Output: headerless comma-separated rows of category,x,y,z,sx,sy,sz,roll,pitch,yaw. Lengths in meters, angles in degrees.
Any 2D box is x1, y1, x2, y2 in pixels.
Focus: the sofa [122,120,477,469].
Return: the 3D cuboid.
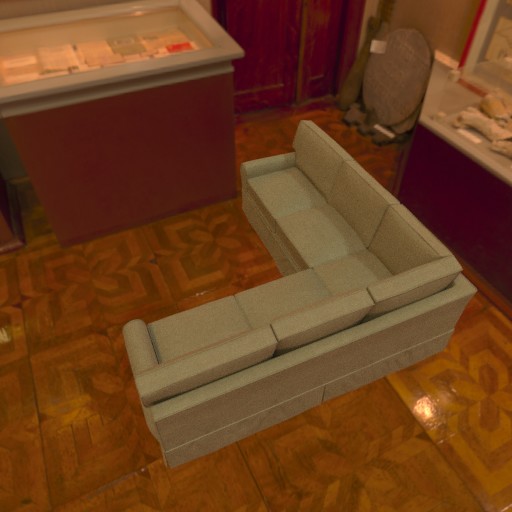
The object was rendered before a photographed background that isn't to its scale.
sofa,0.000,0.000,4.097,2.623,1.081,2.618,-18,49,-16
